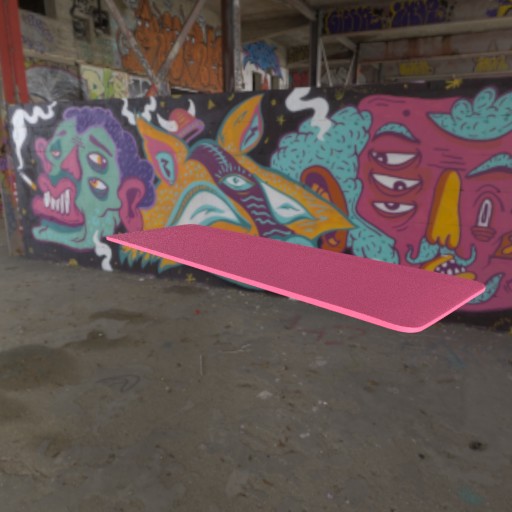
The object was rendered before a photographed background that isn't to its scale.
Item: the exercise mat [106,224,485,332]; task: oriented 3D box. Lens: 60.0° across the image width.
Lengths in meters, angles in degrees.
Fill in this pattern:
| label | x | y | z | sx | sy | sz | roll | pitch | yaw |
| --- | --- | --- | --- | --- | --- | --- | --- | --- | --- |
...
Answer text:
| label | x | y | z | sx | sy | sz | roll | pitch | yaw |
| --- | --- | --- | --- | --- | --- | --- | --- | --- | --- |
| exercise mat | 0.000 | 0.000 | 2.096 | 0.616 | 0.021 | 1.884 | -13 | 19 | -43 |
